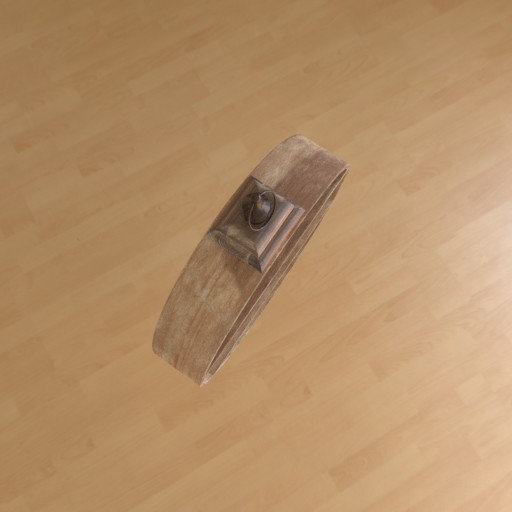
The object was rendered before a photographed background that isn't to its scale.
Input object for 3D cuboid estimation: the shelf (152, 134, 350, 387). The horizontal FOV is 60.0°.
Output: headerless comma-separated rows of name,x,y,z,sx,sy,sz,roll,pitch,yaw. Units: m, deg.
shelf,0.000,0.000,0.986,0.125,0.725,0.601,34,79,8
